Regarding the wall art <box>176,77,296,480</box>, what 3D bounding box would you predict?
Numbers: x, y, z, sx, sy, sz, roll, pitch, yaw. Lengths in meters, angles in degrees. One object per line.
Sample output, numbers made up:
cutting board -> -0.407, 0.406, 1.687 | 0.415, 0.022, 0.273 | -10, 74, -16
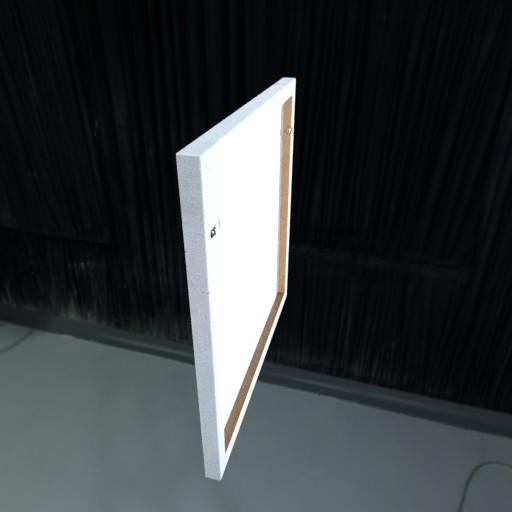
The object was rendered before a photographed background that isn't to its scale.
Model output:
wall art -> 0.000, 0.000, 1.149 | 0.041, 0.762, 0.762 | 8, 31, 13
